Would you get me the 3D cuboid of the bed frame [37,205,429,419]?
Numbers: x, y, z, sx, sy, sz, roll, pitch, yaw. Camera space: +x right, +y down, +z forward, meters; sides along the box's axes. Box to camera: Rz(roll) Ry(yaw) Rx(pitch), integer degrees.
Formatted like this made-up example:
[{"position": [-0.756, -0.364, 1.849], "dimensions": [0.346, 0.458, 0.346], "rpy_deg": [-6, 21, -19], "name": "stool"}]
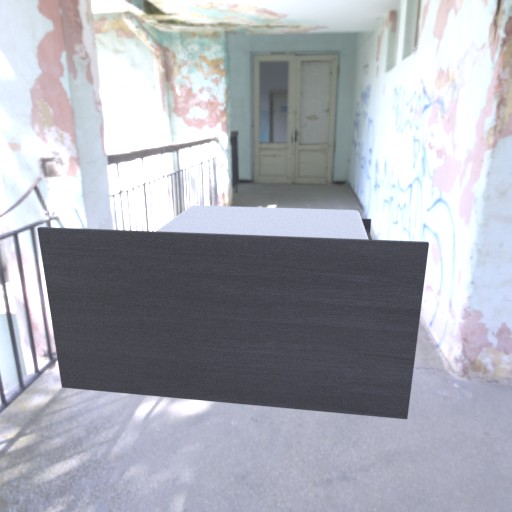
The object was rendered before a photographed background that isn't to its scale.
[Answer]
[{"position": [0.000, 0.000, 2.846], "dimensions": [1.622, 0.800, 1.960], "rpy_deg": [3, 18, 8], "name": "bed frame"}]
